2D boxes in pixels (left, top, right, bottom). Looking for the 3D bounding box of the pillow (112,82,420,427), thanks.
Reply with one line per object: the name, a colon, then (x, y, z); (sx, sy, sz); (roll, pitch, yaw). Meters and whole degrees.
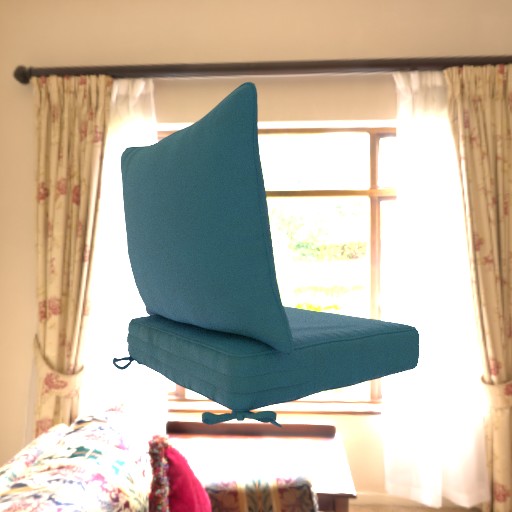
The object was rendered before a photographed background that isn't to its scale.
pillow: (0.000, 0.000, 1.370); (0.733, 0.725, 0.798); (0, 0, -36)
